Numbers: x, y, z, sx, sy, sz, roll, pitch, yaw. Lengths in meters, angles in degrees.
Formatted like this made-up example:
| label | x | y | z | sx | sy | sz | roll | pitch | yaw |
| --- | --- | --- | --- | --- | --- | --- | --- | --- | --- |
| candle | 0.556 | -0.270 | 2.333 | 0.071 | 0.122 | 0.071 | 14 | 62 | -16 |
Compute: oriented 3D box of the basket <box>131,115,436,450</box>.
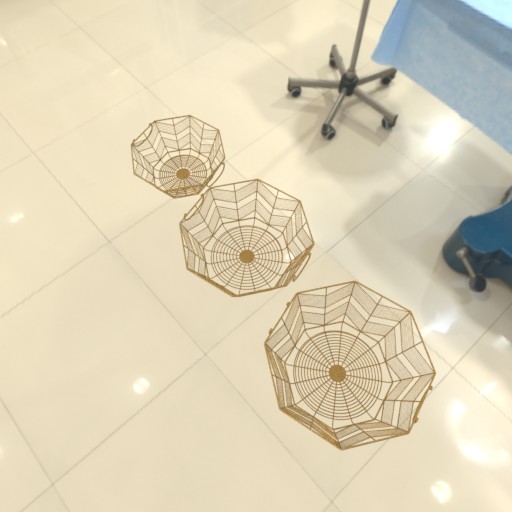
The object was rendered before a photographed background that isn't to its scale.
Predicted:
| label | x | y | z | sx | sy | sz | roll | pitch | yaw |
| --- | --- | --- | --- | --- | --- | --- | --- | --- | --- |
| basket | 0.000 | 0.000 | 1.343 | 0.432 | 0.178 | 1.245 | -32 | 67 | -15 |
